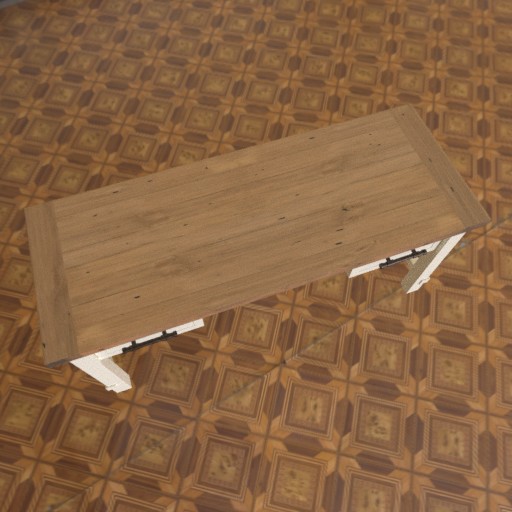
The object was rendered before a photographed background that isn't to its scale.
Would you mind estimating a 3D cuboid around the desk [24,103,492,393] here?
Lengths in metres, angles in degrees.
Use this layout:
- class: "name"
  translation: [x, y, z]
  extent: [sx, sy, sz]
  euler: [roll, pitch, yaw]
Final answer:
- class: "desk"
  translation: [0.000, 0.000, 2.167]
  extent: [1.803, 0.762, 0.688]
  euler: [-17, 64, -9]
